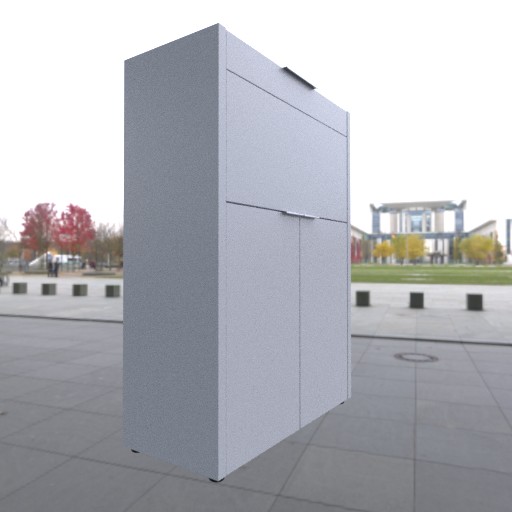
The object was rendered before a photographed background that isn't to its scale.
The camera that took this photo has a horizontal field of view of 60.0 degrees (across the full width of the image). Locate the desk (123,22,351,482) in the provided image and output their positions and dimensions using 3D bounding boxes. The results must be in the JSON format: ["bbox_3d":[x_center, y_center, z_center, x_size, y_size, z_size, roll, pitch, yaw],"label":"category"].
[{"bbox_3d":[0.000,0.000,1.583,0.390,1.190,0.850,0,-1,35],"label":"desk"}]
